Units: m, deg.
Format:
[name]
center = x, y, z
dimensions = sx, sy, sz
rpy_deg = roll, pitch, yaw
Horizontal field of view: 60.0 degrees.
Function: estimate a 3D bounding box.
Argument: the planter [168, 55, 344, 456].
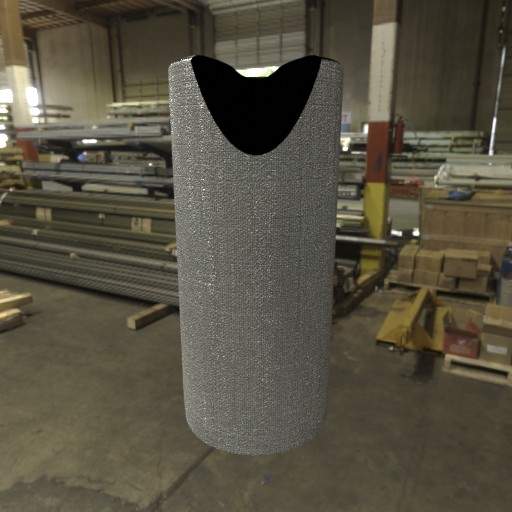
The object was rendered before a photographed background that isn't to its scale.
[planter]
center = 0.000, 0.000, 0.130
dimensions = 0.045, 0.103, 0.045
rpy_deg = 8, 17, 27
